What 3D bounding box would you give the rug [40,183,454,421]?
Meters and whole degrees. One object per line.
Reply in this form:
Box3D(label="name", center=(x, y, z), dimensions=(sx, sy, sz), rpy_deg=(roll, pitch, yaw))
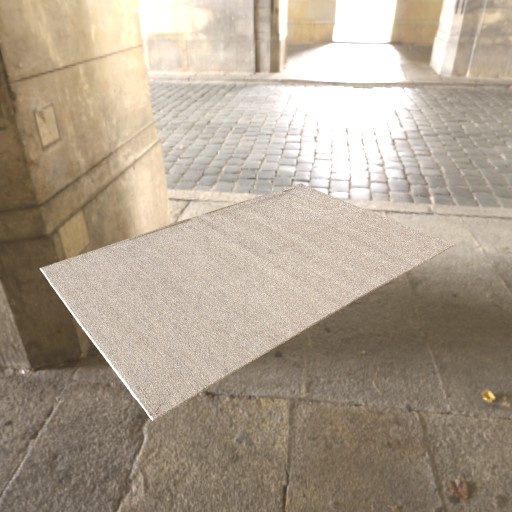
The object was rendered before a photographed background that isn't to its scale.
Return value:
Box3D(label="rug", center=(0.000, 0.000, 2.299), dimensions=(1.820, 0.022, 1.179), rpy_deg=(-23, 37, -33))
